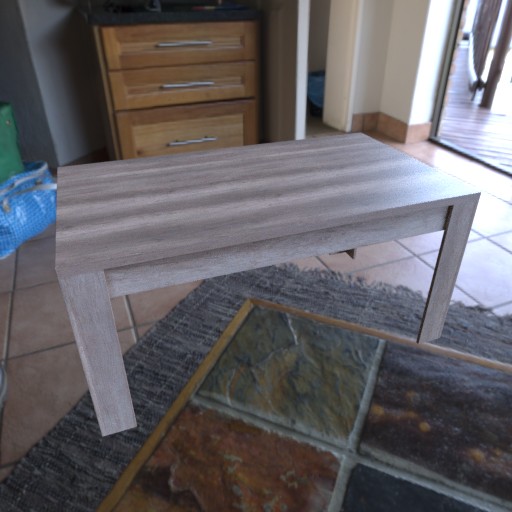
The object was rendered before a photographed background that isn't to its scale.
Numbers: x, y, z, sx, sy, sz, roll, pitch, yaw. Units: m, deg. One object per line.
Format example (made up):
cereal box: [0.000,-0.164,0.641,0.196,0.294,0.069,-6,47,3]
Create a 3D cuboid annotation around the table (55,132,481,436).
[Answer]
table: [0.000,0.000,2.105,1.600,0.775,0.900,-11,33,-17]
